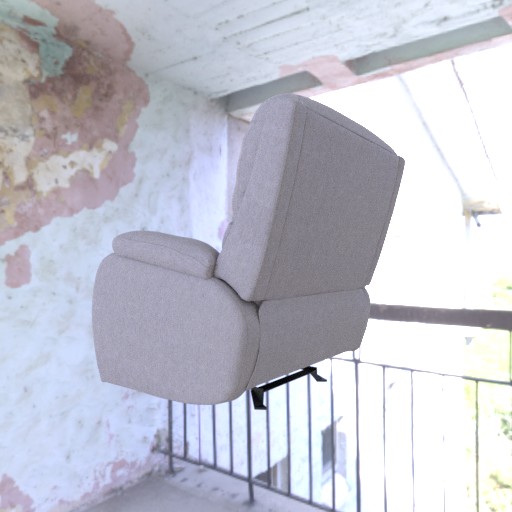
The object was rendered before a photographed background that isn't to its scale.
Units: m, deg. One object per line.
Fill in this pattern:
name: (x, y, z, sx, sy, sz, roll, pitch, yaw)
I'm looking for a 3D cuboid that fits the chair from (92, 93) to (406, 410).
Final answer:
chair: (0.000, 0.000, 1.741, 0.899, 1.011, 0.930, 0, 0, 37)
